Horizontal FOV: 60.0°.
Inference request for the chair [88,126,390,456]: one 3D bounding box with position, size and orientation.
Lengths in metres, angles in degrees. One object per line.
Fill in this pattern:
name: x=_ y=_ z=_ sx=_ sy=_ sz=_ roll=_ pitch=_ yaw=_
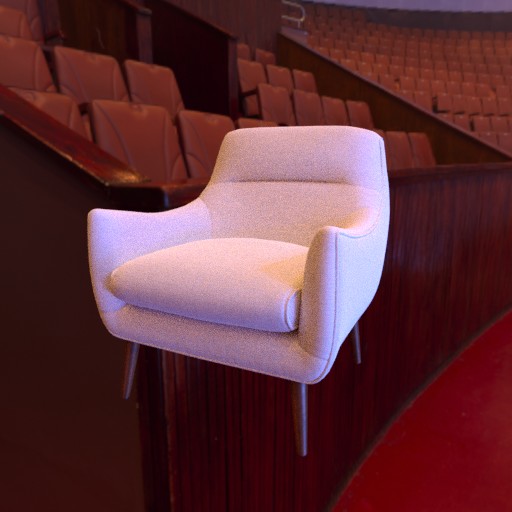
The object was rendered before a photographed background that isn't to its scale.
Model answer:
chair: x=0.000 y=0.000 z=1.443 sx=0.762 sy=0.838 sz=0.787 roll=7 pitch=15 yaw=26
